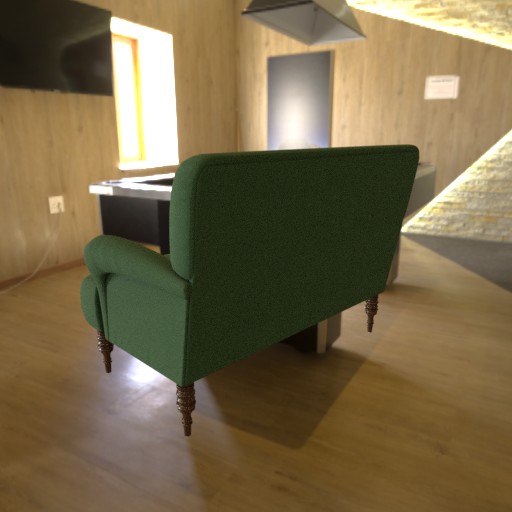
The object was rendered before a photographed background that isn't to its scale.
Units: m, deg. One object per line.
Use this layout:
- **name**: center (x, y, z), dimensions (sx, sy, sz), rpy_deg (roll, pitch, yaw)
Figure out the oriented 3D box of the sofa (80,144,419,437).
- **sofa**: center (0.000, 0.000, 1.830), dimensions (1.297, 0.889, 0.779), rpy_deg (-15, 22, -42)
